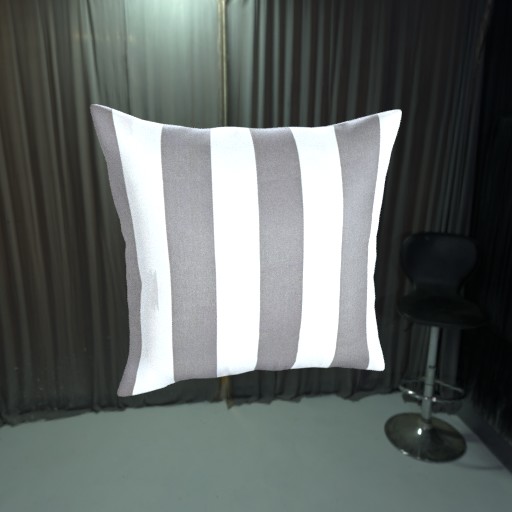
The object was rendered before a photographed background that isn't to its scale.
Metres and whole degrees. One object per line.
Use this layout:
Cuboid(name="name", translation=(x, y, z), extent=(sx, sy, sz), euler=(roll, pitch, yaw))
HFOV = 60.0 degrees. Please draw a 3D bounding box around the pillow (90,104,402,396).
Cuboid(name="pillow", translation=(0.000, 0.000, 0.789), extent=(0.522, 0.507, 0.192), euler=(-2, 14, -9))
